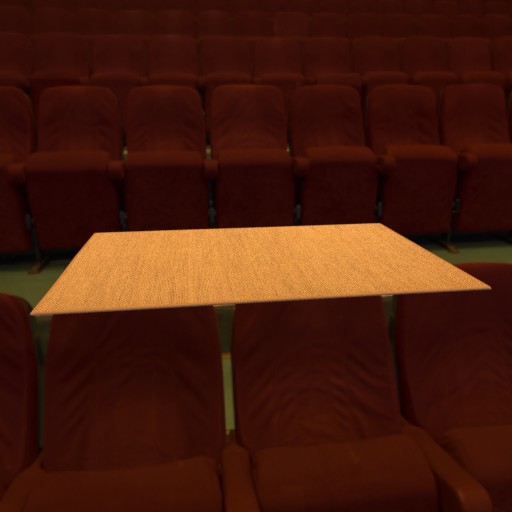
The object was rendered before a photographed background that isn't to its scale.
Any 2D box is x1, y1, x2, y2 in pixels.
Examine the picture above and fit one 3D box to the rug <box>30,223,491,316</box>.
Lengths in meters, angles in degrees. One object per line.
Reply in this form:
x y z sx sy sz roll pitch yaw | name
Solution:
0.000 0.000 2.072 1.668 0.012 1.061 -2 18 -8 | rug
